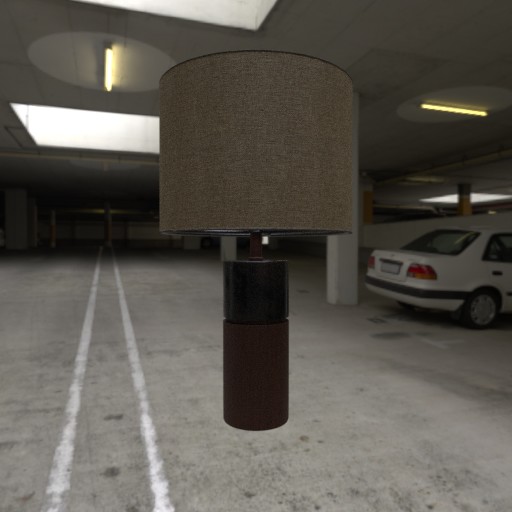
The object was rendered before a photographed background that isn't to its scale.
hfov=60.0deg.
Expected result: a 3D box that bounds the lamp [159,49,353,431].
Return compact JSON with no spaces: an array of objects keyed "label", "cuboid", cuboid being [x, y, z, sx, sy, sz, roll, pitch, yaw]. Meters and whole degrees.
[{"label":"lamp","cuboid":[0.000,0.000,0.475,0.202,0.350,0.202,0,1,0]}]
